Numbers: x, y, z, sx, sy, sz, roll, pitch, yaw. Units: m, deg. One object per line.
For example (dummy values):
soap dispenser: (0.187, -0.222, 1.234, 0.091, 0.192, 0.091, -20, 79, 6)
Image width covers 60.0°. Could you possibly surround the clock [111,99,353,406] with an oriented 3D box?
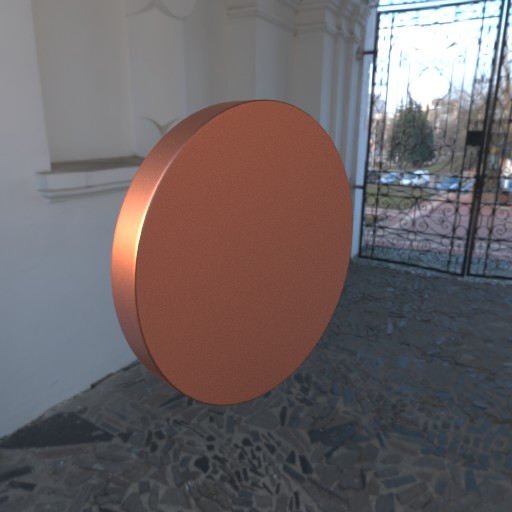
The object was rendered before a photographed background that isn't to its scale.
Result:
clock: (0.000, 0.000, 0.472, 0.040, 0.313, 0.313, 15, 22, 42)
